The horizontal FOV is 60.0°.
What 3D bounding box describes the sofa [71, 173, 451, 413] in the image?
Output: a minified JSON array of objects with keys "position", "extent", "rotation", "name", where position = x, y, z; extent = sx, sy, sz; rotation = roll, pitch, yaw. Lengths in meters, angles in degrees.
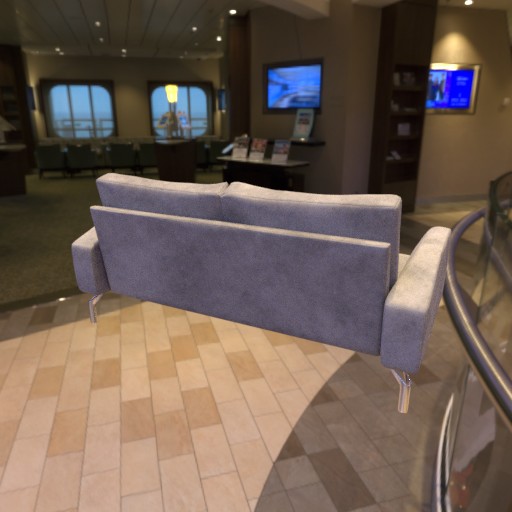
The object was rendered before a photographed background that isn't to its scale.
[{"position":[0.000,0.000,2.367],"extent":[1.837,0.859,0.849],"rotation":[9,20,26],"name":"sofa"}]
